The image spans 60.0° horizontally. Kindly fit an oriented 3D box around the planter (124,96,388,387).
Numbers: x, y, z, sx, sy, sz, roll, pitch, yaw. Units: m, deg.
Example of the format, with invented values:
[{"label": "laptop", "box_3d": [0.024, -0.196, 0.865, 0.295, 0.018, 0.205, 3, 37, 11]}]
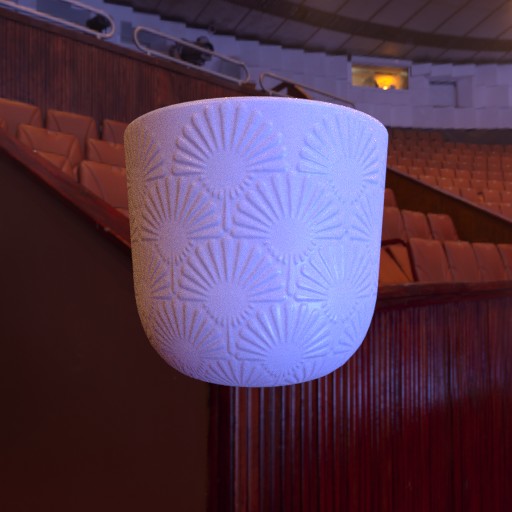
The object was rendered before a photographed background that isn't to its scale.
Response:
[{"label": "planter", "box_3d": [0.000, 0.000, 0.296, 0.170, 0.152, 0.170, 0, -1, 0]}]
